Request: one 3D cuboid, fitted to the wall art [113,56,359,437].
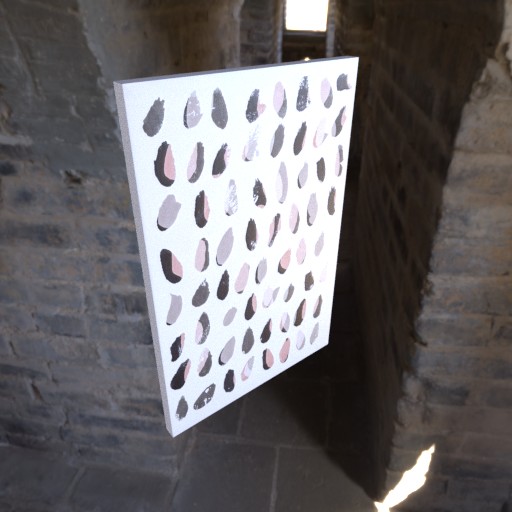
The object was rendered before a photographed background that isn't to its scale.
[{"bbox_3d":[0.000,0.000,0.769,0.405,0.608,0.025,-22,37,-32],"label":"wall art"}]
